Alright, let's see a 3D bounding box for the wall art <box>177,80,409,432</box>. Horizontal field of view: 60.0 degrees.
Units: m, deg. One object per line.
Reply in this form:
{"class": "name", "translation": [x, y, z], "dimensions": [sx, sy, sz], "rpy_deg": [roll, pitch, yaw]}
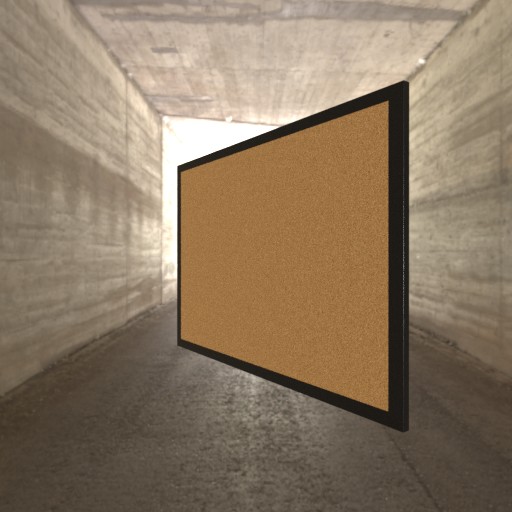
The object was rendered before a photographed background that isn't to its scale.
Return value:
{"class": "wall art", "translation": [0.000, 0.000, 1.031], "dimensions": [0.015, 0.552, 0.819], "rpy_deg": [0, 0, -35]}
